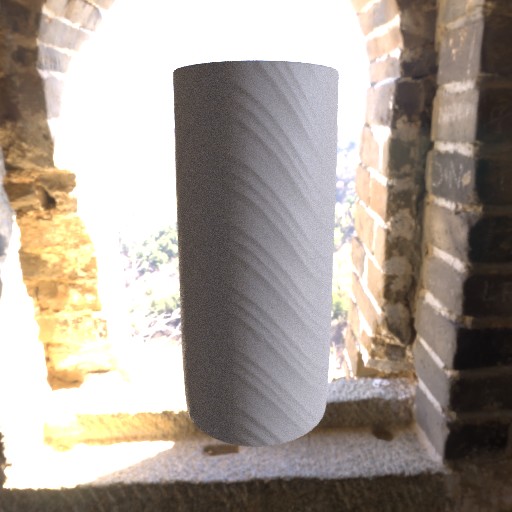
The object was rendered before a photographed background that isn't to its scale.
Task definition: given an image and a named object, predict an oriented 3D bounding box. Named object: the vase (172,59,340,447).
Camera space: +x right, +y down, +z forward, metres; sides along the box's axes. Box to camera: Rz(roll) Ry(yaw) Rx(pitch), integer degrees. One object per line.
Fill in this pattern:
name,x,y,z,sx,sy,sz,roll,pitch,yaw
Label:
vase,0.000,0.000,0.410,0.143,0.316,0.143,0,15,0
